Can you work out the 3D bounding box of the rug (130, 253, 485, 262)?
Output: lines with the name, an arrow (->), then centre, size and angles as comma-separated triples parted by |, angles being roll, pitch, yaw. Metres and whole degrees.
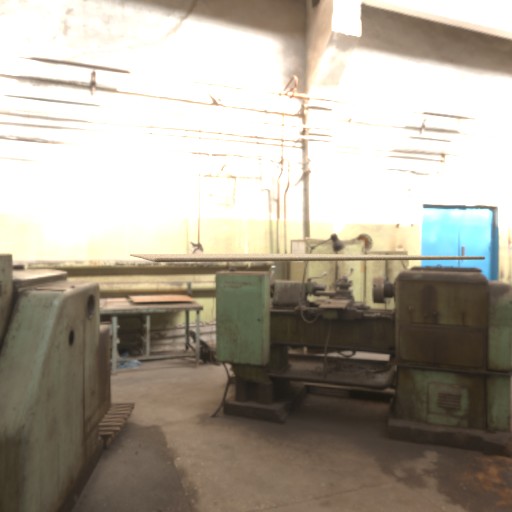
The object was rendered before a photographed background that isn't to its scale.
rug -> 0.000, 0.000, 2.370 | 1.238, 0.014, 1.848 | 0, 1, -18
